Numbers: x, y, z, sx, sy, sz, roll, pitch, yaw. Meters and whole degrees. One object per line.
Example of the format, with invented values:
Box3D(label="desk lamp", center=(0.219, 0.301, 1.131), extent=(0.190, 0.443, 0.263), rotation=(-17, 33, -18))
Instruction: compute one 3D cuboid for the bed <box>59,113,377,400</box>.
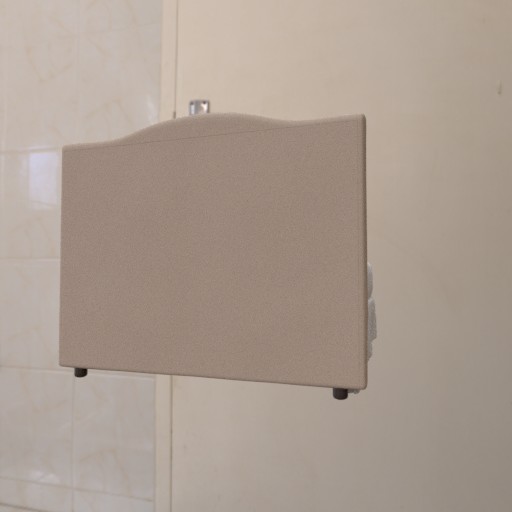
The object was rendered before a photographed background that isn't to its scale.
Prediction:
Box3D(label="bed", center=(0.000, 0.000, 3.195), extent=(1.678, 1.398, 2.052), rotation=(-1, -2, 18))
